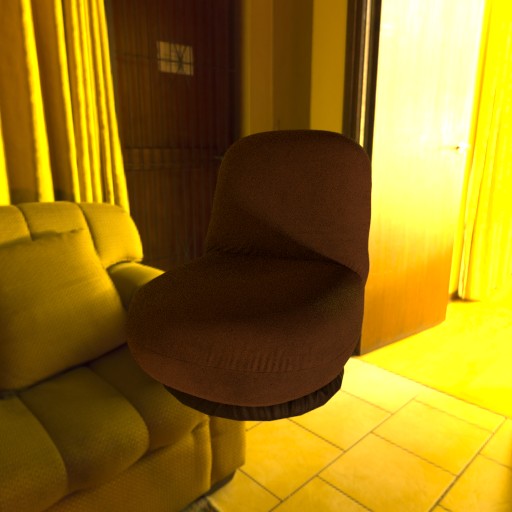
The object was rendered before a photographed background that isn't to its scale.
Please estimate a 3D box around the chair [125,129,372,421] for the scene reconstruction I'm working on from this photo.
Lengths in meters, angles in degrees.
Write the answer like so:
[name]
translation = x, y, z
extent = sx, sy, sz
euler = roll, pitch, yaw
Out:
[chair]
translation = 0.000, 0.000, 1.054
extent = 0.521, 0.594, 0.597
euler = 7, 15, 25
